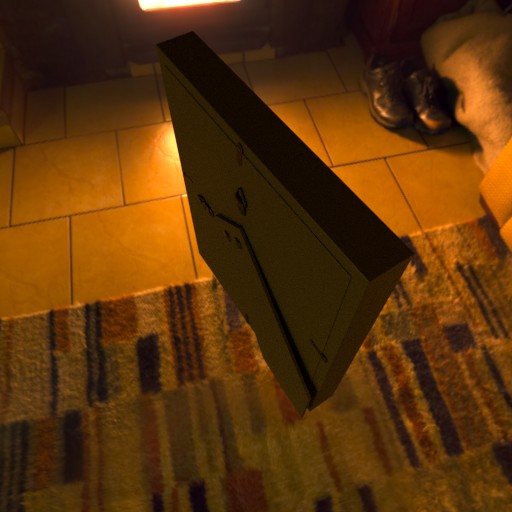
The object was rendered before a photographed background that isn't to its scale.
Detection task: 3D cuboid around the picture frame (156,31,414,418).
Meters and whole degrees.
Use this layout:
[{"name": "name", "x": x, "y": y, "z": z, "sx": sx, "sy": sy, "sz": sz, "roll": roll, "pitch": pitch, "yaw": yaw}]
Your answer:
[{"name": "picture frame", "x": 0.000, "y": 0.000, "z": 0.392, "sx": 0.042, "sy": 0.284, "sz": 0.232, "roll": -29, "pitch": 63, "yaw": -17}]
